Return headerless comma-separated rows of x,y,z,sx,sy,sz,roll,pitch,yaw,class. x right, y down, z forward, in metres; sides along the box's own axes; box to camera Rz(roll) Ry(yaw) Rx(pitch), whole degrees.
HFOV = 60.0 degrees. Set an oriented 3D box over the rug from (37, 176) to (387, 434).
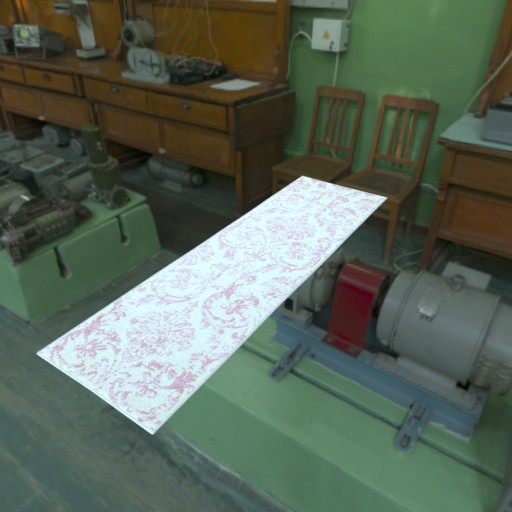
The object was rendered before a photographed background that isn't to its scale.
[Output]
0.000,0.000,2.400,0.662,0.011,2.196,20,38,28,rug
